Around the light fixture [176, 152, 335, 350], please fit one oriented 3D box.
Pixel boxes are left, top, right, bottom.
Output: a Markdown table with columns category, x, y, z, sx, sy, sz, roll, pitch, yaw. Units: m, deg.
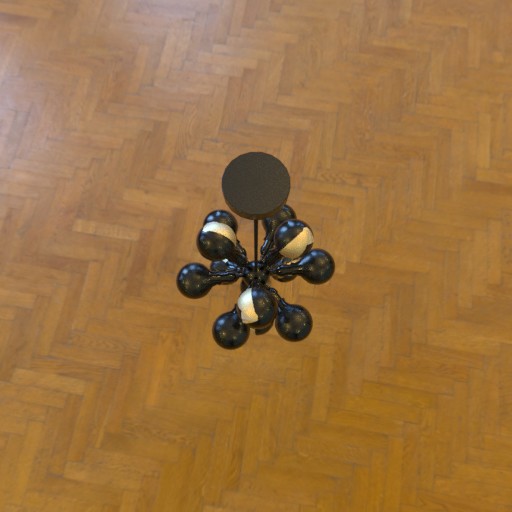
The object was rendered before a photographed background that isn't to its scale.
| category | x | y | z | sx | sy | sz | roll | pitch | yaw |
| --- | --- | --- | --- | --- | --- | --- | --- | --- | --- |
| light fixture | 0.000 | 0.000 | 1.118 | 0.420 | 0.859 | 0.468 | -36 | 77 | -9 |
